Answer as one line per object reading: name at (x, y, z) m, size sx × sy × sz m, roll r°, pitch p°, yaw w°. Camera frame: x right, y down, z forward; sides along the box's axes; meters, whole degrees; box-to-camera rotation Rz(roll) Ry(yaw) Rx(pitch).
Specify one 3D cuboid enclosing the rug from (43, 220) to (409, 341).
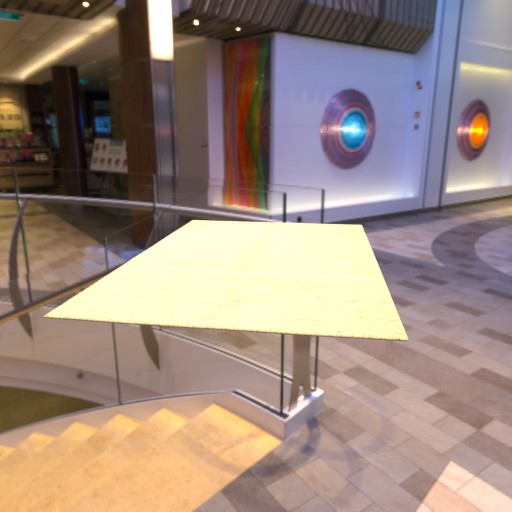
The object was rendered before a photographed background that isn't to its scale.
rug at (0.000, 0.000, 2.360) m, size 1.250 × 0.015 × 1.850 m, roll 2°, pitch 16°, yaw 8°
